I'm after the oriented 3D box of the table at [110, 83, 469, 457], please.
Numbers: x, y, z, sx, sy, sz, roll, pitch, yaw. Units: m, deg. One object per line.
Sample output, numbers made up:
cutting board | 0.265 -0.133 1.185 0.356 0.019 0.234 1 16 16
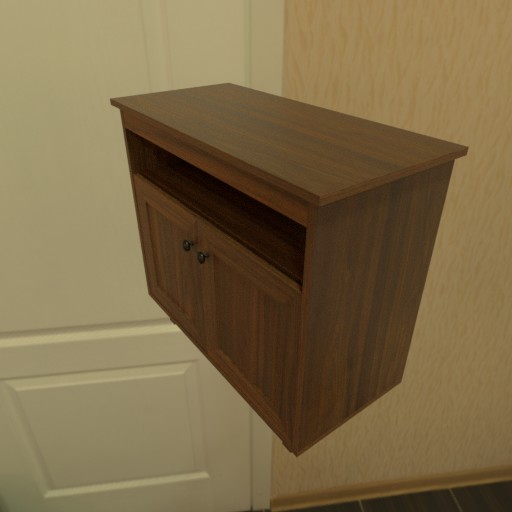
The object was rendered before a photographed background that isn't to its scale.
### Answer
table | 0.000 0.000 1.188 0.390 0.725 0.802 -21 37 -31
